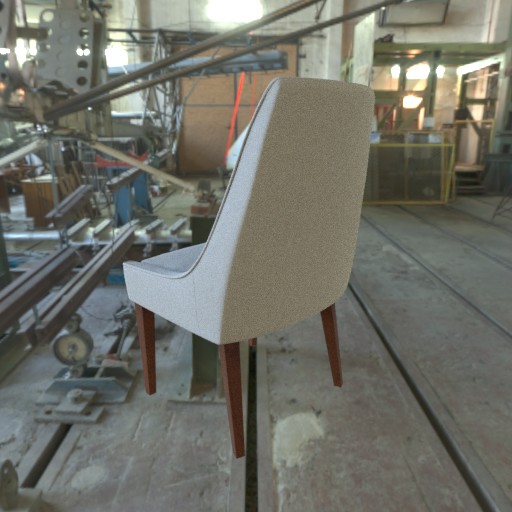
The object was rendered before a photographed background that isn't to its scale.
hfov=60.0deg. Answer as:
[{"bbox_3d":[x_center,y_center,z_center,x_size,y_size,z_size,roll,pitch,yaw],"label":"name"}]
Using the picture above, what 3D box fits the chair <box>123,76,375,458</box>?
[{"bbox_3d":[0.000,0.000,1.214,0.544,0.861,0.529,15,22,42],"label":"chair"}]
